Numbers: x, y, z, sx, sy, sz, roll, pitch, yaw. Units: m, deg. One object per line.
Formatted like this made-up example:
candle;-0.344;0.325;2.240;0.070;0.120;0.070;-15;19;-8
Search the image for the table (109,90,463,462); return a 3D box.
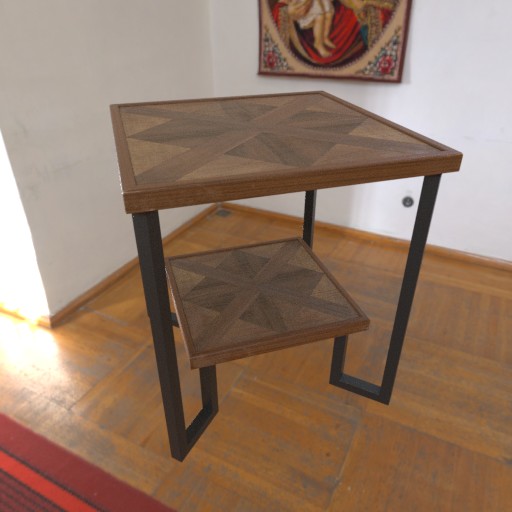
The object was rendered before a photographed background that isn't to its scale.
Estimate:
table;0.000;0.000;0.957;0.503;0.563;0.503;-9;32;-15
